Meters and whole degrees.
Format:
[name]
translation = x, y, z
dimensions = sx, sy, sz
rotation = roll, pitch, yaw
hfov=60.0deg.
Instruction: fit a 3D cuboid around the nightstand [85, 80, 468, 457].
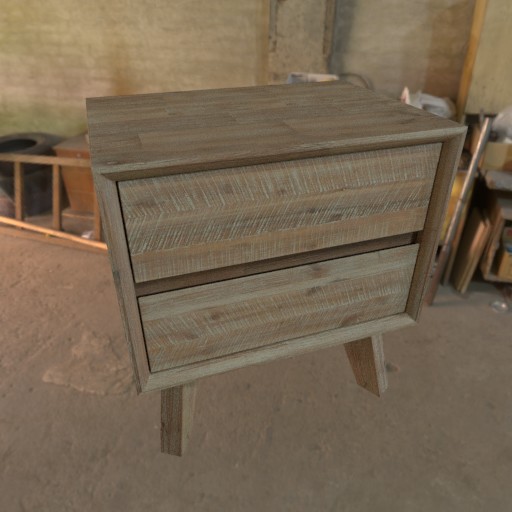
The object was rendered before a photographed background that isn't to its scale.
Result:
[nightstand]
translation = 0.000, 0.000, 0.918
dimensions = 0.552, 0.589, 0.396
rotation = -10, 33, -16
